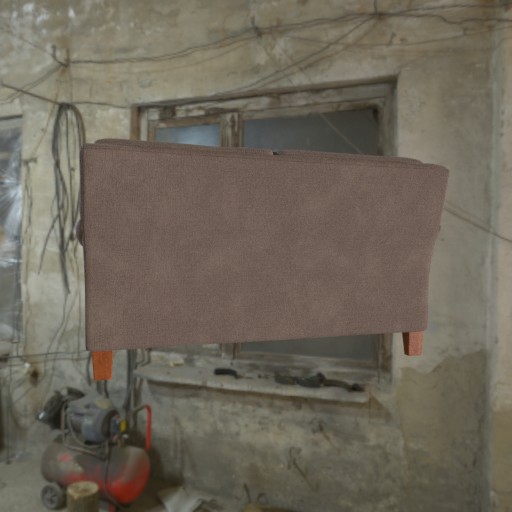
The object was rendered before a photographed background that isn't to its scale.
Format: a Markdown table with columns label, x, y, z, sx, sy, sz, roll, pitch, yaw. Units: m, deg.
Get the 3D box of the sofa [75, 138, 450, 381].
| label | x | y | z | sx | sy | sz | roll | pitch | yaw |
| --- | --- | --- | --- | --- | --- | --- | --- | --- | --- |
| sofa | 0.000 | 0.000 | 2.535 | 1.853 | 1.101 | 1.084 | 0 | 1 | -16 |
